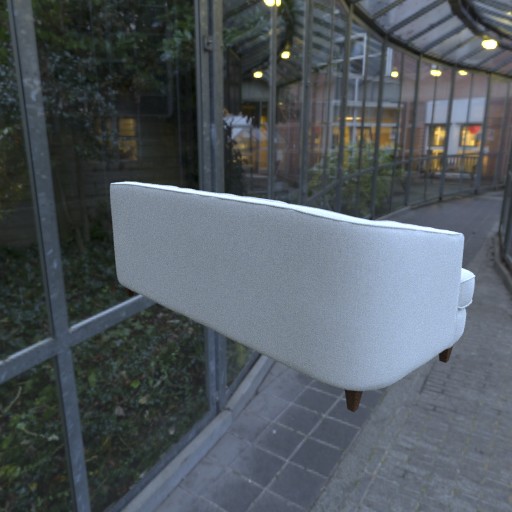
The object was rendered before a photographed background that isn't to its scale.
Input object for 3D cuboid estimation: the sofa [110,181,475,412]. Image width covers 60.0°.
[{"bbox_3d":[0.000,0.000,2.704,0.941,0.855,2.278,-14,20,-42],"label":"sofa"}]
